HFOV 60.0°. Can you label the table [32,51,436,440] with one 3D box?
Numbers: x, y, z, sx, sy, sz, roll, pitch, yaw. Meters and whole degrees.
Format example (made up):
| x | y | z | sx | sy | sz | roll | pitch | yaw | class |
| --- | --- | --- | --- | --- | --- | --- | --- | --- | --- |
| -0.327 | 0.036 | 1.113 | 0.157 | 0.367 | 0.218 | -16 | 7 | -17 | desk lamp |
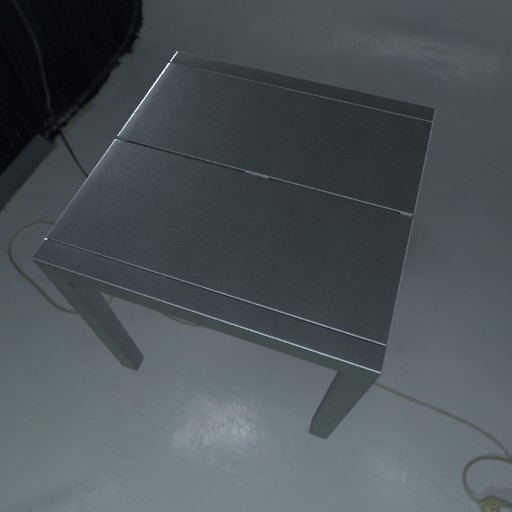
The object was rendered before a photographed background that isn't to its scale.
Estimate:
| x | y | z | sx | sy | sz | roll | pitch | yaw | class |
| --- | --- | --- | --- | --- | --- | --- | --- | --- | --- |
| 0.000 | 0.000 | 0.930 | 0.508 | 0.508 | 0.508 | 17 | 60 | 10 | table |
